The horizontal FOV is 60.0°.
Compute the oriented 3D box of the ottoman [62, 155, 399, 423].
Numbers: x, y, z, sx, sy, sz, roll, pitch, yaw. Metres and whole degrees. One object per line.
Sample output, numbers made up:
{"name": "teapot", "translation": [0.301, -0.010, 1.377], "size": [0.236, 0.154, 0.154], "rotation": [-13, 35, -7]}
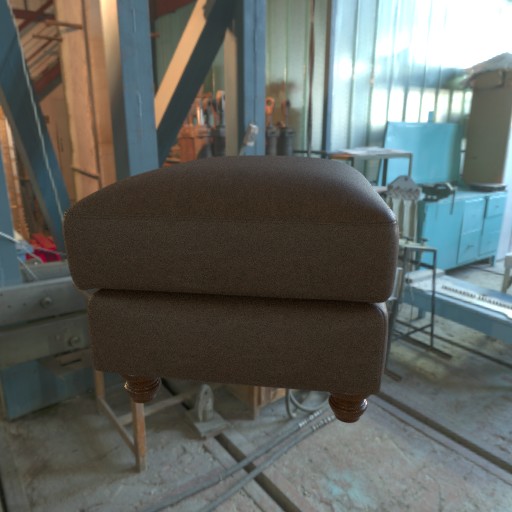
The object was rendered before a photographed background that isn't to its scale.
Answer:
{"name": "ottoman", "translation": [0.000, 0.000, 1.178], "size": [0.635, 0.508, 0.787], "rotation": [2, 16, 8]}
